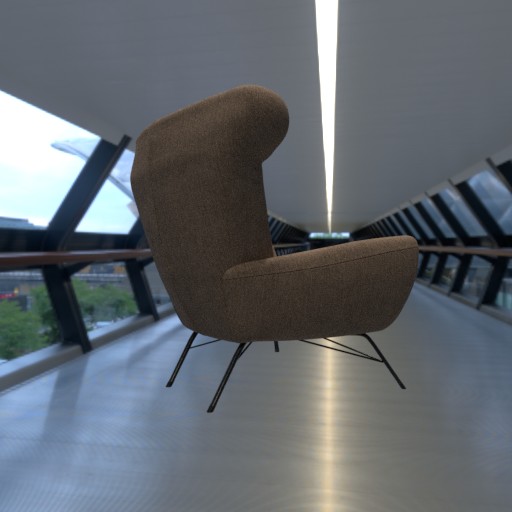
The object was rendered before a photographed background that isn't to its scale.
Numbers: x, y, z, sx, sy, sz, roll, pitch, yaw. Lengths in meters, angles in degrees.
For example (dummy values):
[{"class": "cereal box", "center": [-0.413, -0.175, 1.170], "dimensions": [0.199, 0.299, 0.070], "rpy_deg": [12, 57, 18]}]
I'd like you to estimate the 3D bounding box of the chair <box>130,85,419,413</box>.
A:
[{"class": "chair", "center": [0.000, 0.000, 1.791], "dimensions": [0.900, 1.040, 0.980], "rpy_deg": [0, 1, -36]}]
